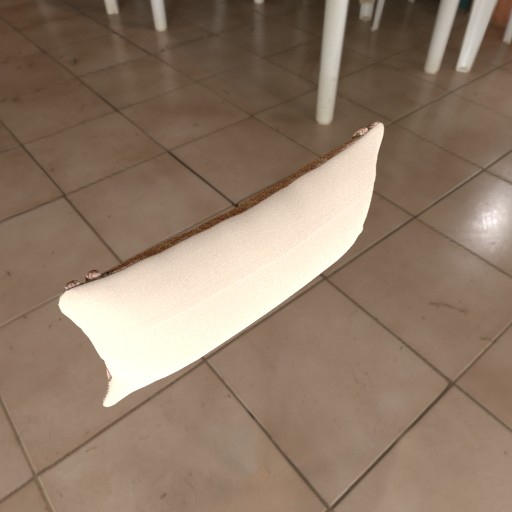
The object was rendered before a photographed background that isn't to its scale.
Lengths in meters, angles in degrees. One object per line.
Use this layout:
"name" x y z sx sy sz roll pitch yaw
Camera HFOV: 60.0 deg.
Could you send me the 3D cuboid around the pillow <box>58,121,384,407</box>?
"pillow" 0.000 0.000 0.752 0.635 0.282 0.139 -32 54 -27
